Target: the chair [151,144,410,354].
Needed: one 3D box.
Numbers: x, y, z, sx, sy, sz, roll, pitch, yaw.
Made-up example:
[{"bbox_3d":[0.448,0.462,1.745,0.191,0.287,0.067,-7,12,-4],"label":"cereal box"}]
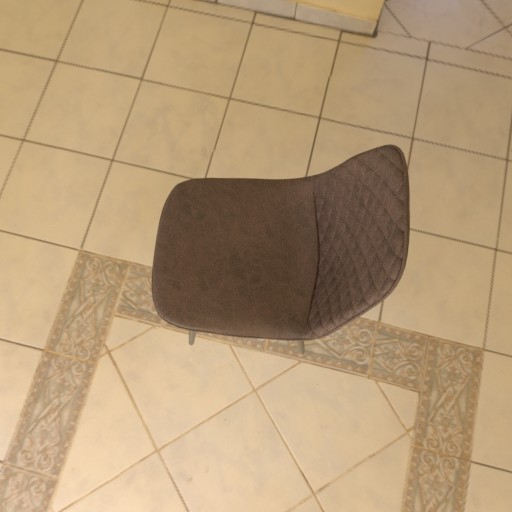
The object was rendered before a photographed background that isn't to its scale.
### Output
[{"bbox_3d":[0.000,0.000,1.230,0.561,0.889,0.472,4,75,1],"label":"chair"}]
